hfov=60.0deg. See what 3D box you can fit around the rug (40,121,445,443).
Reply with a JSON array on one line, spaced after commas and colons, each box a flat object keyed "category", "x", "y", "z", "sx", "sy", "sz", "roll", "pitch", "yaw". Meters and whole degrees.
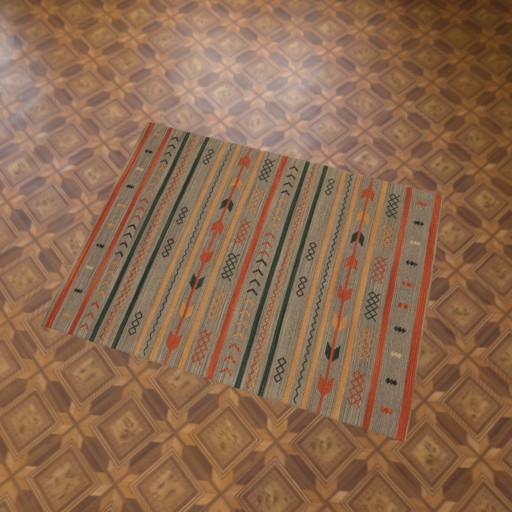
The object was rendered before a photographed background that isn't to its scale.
[{"category": "rug", "x": 0.000, "y": 0.000, "z": 3.911, "sx": 3.029, "sy": 0.022, "sz": 2.263, "roll": 16, "pitch": 66, "yaw": 7}]
